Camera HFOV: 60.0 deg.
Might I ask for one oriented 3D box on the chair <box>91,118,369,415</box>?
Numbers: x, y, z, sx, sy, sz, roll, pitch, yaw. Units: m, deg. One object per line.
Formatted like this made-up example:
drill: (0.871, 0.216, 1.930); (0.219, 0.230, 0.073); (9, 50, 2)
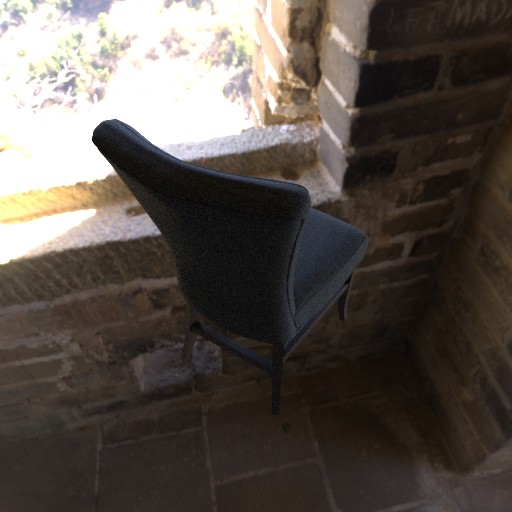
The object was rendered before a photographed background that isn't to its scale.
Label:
chair: (0.000, 0.000, 1.356); (0.520, 0.991, 0.660); (24, 50, 22)
